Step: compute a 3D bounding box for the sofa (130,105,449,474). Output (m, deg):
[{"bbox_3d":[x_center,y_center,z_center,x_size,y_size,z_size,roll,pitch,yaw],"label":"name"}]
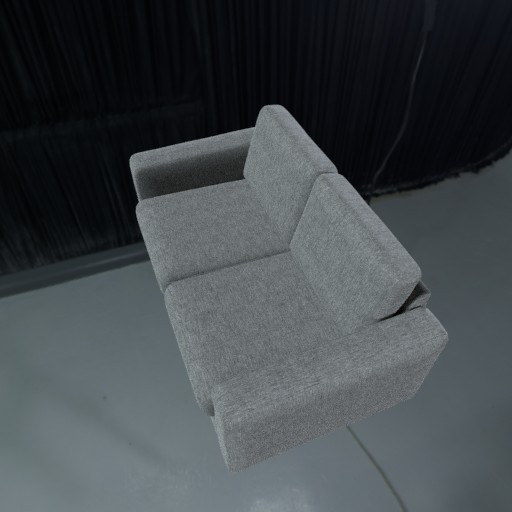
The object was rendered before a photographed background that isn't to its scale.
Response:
[{"bbox_3d":[0.000,0.000,2.032,0.900,0.800,1.520,-17,50,-15],"label":"sofa"}]
